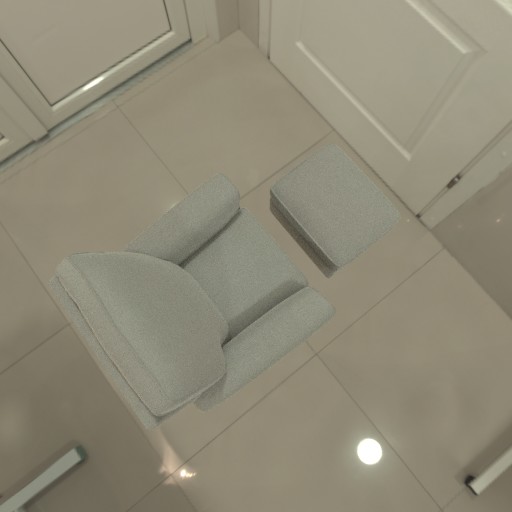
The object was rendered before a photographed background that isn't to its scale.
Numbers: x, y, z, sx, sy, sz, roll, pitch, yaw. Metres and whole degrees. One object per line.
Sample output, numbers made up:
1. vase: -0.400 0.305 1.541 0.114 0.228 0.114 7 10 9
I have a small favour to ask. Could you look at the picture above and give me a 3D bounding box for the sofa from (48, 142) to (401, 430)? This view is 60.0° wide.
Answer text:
1. sofa: 0.000 0.000 2.052 1.478 0.959 0.880 -37 78 -9
